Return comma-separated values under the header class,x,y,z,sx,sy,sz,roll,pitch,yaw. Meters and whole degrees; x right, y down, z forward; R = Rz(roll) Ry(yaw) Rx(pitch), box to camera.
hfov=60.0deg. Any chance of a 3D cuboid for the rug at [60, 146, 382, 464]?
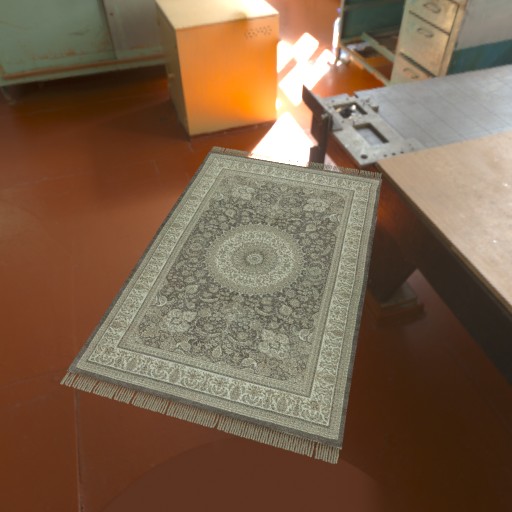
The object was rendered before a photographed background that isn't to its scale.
class,x,y,z,sx,sy,sz,roll,pitch,yaw
rug,0.000,0.000,4.303,2.143,0.015,3.422,12,47,11
